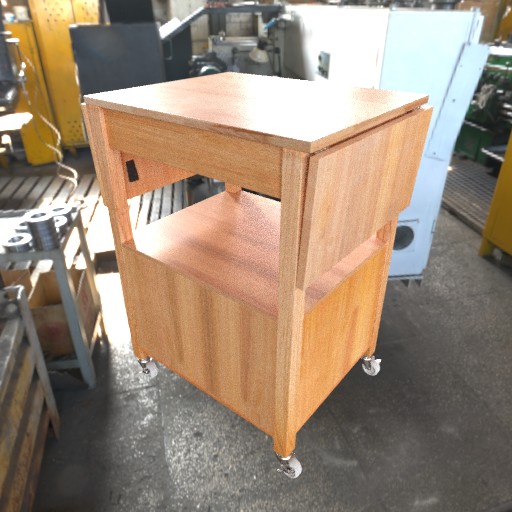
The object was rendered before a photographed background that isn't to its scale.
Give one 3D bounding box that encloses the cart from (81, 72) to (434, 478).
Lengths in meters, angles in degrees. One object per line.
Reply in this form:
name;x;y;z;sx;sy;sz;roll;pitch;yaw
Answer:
cart;0.000;0.000;1.213;0.640;0.838;0.508;22;36;33
